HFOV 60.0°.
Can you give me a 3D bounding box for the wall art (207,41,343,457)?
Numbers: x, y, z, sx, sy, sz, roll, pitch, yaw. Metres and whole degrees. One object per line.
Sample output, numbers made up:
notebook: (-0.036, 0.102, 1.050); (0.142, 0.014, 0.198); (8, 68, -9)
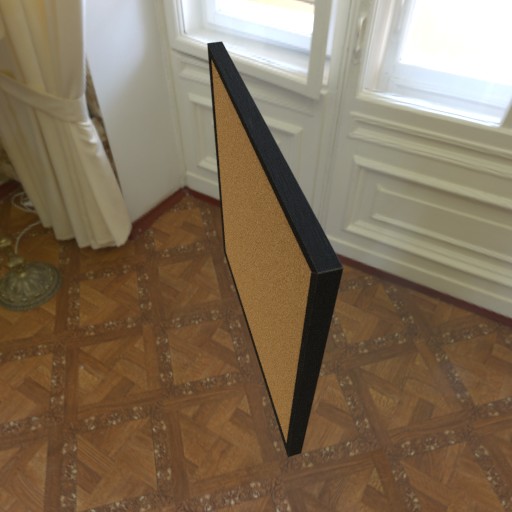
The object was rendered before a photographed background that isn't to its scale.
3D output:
wall art: (0.000, 0.000, 1.131); (0.037, 0.761, 0.761); (-12, 49, -10)
